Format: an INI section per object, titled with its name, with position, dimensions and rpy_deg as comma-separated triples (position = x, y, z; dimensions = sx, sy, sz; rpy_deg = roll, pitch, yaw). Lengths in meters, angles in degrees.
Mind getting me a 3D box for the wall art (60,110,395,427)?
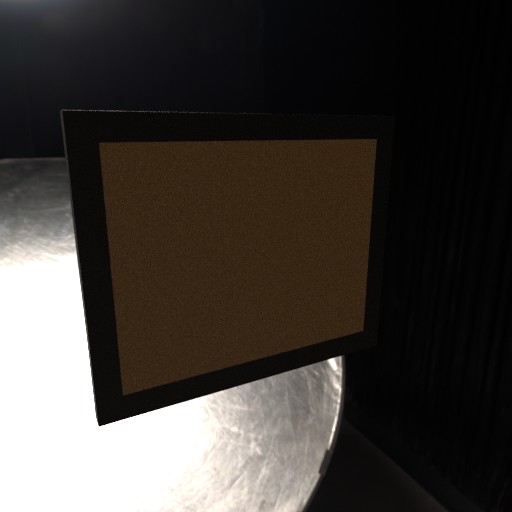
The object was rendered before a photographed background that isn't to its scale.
[wall art]
position = 0.000, 0.000, 0.752
dimensions = 0.561, 0.460, 0.028
rpy_deg = -8, 18, -27
